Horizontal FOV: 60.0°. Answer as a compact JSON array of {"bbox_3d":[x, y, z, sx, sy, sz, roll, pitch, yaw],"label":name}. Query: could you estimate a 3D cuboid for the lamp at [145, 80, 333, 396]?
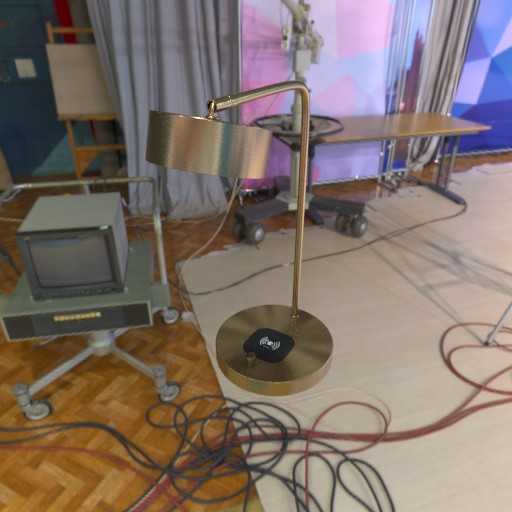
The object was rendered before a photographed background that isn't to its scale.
[{"bbox_3d":[0.000,0.000,0.528,0.171,0.380,0.270,18,34,28],"label":"lamp"}]
